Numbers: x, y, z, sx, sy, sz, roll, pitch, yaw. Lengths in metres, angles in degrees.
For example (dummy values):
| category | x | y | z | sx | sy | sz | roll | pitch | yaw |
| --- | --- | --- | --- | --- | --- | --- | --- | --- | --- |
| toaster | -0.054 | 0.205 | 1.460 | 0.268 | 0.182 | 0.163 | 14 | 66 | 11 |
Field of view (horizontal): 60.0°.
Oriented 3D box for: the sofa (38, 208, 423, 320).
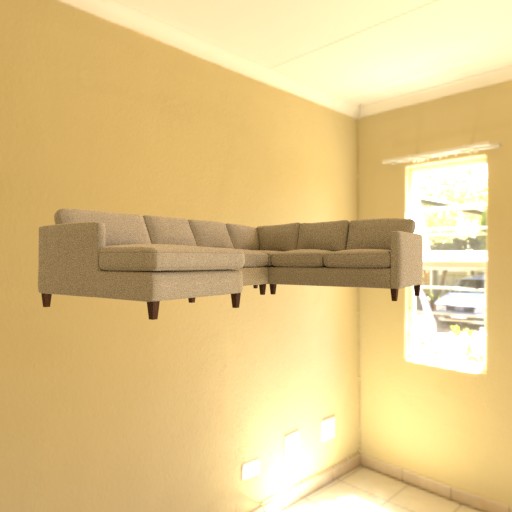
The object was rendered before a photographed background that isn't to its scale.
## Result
| category | x | y | z | sx | sy | sz | roll | pitch | yaw |
| --- | --- | --- | --- | --- | --- | --- | --- | --- | --- |
| sofa | 0.000 | 0.000 | 4.751 | 2.593 | 0.959 | 3.460 | 0 | -1 | 36 |
